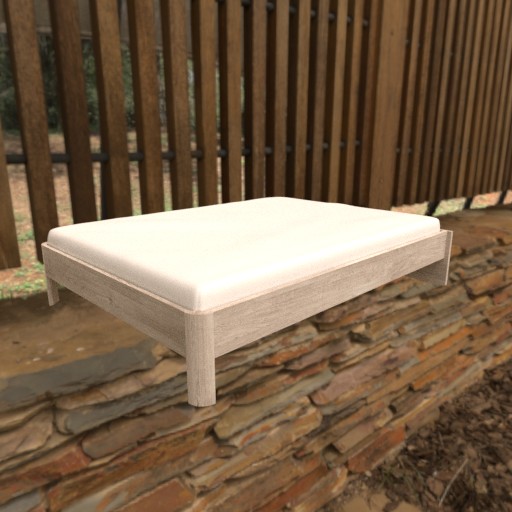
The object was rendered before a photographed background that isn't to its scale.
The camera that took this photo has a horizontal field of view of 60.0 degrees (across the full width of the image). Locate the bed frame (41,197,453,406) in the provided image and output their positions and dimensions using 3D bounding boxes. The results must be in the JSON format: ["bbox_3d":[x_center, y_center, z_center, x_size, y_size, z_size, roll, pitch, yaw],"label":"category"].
[{"bbox_3d":[0.000,0.000,2.627,1.950,0.462,1.490,-14,21,-42],"label":"bed frame"}]
